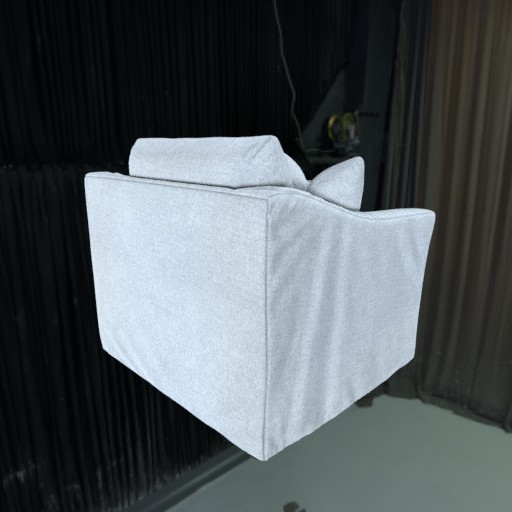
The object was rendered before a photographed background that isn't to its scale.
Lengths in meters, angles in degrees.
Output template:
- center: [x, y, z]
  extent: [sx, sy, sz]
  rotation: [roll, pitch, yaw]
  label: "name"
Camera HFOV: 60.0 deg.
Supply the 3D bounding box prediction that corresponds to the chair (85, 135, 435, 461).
- center: [0.000, 0.000, 2.036]
  extent: [1.071, 1.059, 1.194]
  rotation: [-14, 20, -42]
  label: "chair"
